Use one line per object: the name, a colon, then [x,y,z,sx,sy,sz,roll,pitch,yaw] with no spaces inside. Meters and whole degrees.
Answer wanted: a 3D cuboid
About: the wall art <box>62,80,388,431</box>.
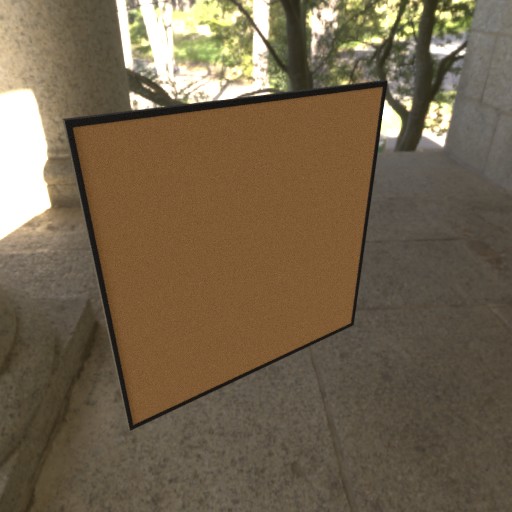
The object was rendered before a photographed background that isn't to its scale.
wall art: [0.000,0.000,0.962,0.664,0.663,0.015,-18,34,-28]
